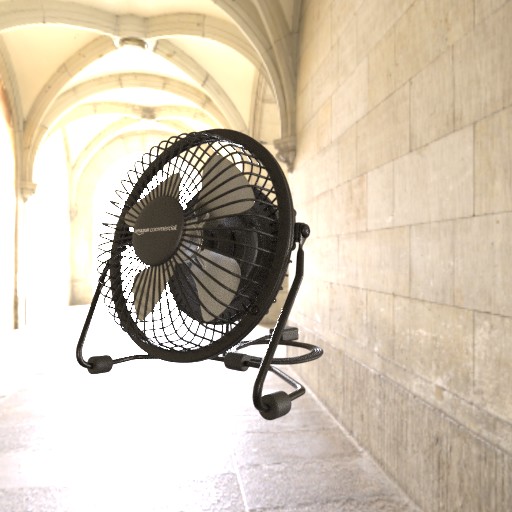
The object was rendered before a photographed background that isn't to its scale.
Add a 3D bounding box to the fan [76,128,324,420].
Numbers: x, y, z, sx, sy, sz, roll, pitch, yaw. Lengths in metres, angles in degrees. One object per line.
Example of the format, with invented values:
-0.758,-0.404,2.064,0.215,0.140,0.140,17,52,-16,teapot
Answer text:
0.000,0.000,0.312,0.153,0.152,0.202,0,0,35,fan
